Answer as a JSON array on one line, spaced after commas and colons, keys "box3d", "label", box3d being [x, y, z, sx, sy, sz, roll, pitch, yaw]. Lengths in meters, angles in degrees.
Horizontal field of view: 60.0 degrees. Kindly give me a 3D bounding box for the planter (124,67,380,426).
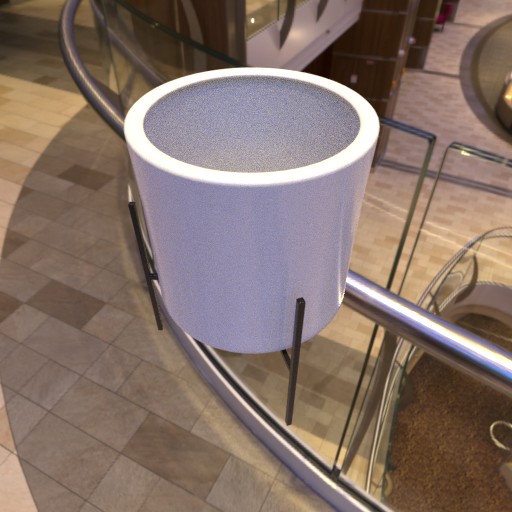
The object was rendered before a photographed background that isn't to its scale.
[{"box3d": [0.000, 0.000, 0.727, 0.360, 0.480, 0.361, -13, 44, -14], "label": "planter"}]
